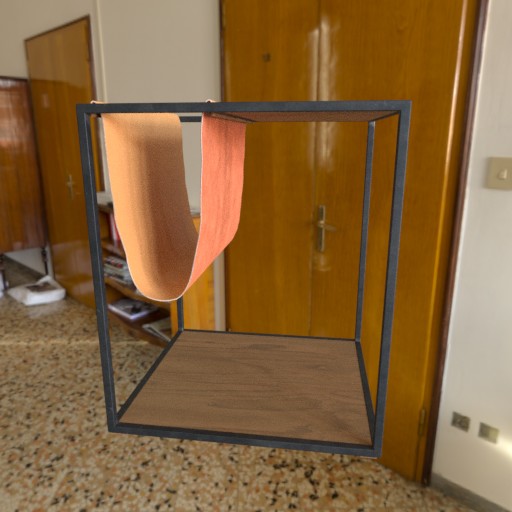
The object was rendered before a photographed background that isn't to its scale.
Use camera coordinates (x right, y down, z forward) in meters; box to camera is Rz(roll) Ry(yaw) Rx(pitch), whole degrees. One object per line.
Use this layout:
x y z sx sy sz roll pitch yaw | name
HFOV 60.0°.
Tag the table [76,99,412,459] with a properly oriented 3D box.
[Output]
0.000 0.000 0.843 0.450 0.536 0.399 2 15 8 | table
